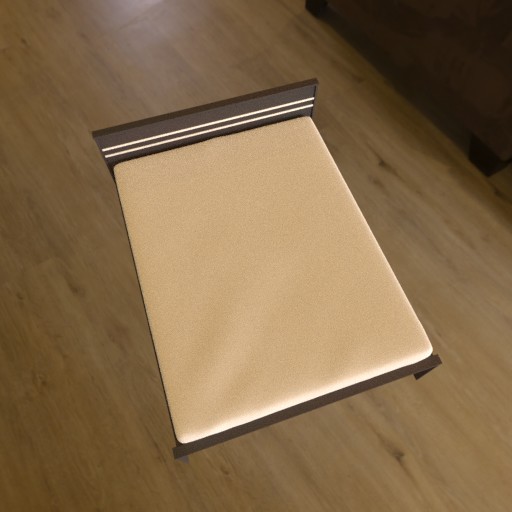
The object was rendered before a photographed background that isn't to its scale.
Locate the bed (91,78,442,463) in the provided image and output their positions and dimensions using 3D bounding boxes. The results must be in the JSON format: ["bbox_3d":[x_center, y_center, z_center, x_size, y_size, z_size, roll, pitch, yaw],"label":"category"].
[{"bbox_3d":[0.000,0.000,3.004,1.634,0.808,2.103,-17,64,-9],"label":"bed"}]
